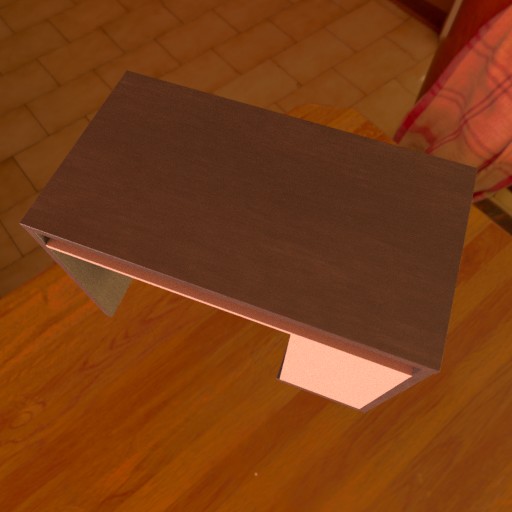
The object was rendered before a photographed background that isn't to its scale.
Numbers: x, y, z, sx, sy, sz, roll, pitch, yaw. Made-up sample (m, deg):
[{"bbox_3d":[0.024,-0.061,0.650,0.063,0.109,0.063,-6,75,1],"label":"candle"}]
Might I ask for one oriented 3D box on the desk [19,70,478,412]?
[{"bbox_3d":[0.000,0.000,1.534,1.100,0.750,0.600,18,65,9],"label":"desk"}]
